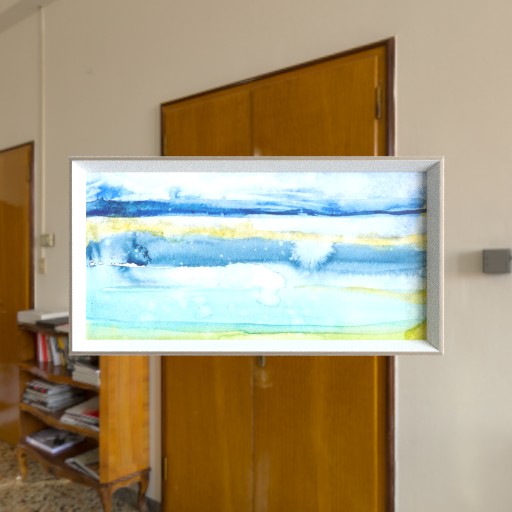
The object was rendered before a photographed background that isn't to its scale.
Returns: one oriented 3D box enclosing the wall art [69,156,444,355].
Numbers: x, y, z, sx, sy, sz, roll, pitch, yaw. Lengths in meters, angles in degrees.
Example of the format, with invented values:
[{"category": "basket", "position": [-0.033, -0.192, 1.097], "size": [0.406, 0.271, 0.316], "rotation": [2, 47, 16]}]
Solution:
[{"category": "wall art", "position": [0.000, 0.000, 0.979], "size": [0.812, 0.431, 0.038], "rotation": [0, 0, 0]}]
